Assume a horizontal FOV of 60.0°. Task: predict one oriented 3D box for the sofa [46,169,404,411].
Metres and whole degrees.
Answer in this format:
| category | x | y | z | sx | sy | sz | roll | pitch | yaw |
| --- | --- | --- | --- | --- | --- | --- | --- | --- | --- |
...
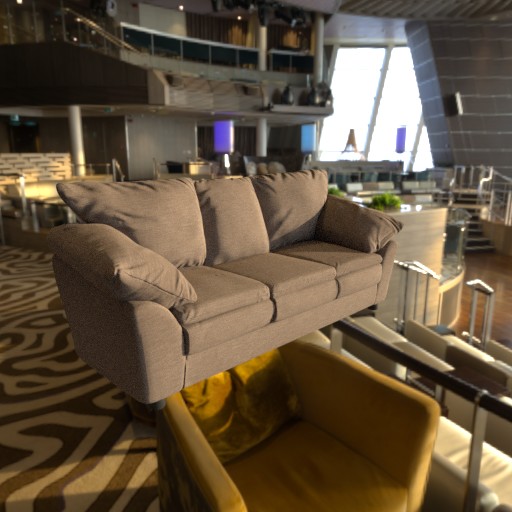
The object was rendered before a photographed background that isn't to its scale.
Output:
| category | x | y | z | sx | sy | sz | roll | pitch | yaw |
| --- | --- | --- | --- | --- | --- | --- | --- | --- | --- |
| sofa | 0.000 | 0.000 | 2.866 | 2.390 | 1.043 | 0.927 | -13 | 18 | -43 |
